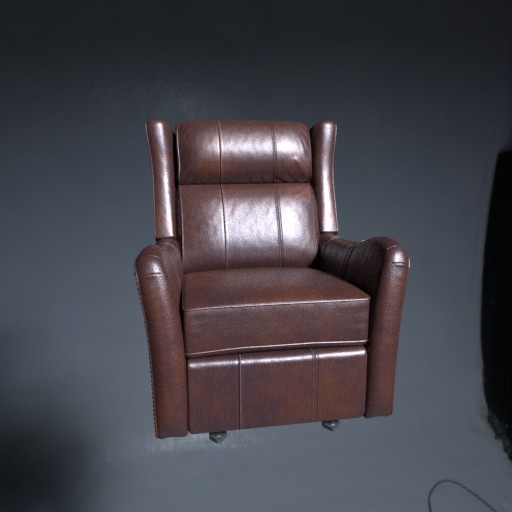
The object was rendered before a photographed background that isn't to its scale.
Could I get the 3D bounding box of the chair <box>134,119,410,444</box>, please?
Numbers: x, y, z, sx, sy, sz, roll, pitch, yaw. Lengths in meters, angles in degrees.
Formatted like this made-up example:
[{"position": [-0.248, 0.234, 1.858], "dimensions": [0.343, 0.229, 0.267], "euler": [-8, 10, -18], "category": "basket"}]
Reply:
[{"position": [0.000, 0.000, 1.793], "dimensions": [0.869, 1.084, 1.008], "euler": [-2, 15, -9], "category": "chair"}]
